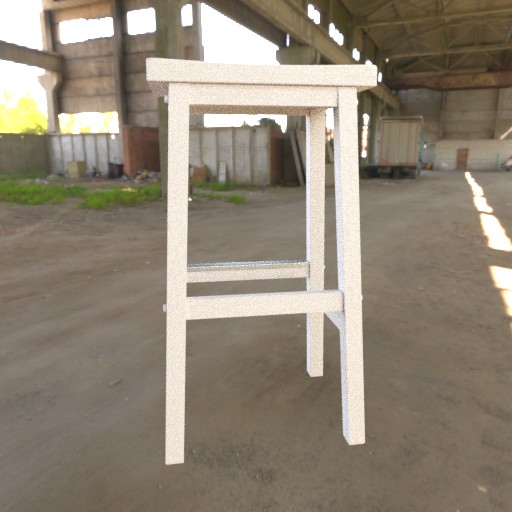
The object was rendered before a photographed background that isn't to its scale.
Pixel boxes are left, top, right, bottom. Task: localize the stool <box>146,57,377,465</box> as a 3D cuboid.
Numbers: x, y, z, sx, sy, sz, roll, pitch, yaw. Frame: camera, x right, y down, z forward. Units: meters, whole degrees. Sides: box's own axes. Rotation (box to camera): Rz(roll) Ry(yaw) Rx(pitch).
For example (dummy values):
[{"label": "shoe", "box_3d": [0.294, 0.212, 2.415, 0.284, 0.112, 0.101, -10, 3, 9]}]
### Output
[{"label": "stool", "box_3d": [0.000, 0.000, 0.956, 0.406, 0.742, 0.322, -2, 14, -9]}]
